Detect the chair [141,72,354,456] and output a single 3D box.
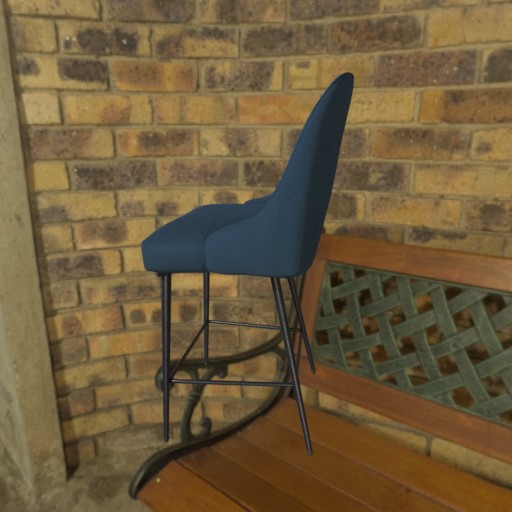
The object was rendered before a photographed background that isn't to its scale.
[{"bbox_3d":[0.000,0.000,1.244,0.489,0.927,0.526,2,15,8],"label":"chair"}]
